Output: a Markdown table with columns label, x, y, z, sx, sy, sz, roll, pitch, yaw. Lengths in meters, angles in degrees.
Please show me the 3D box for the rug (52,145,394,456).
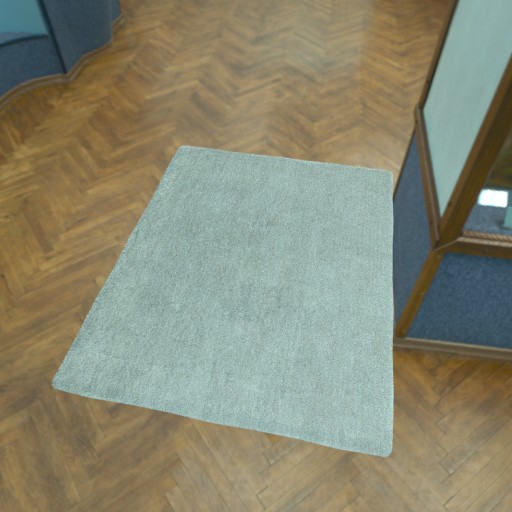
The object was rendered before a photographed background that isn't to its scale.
| label | x | y | z | sx | sy | sz | roll | pitch | yaw |
| --- | --- | --- | --- | --- | --- | --- | --- | --- | --- |
| rug | 0.000 | 0.000 | 3.828 | 2.332 | 0.027 | 2.933 | 9 | 49 | 8 |
